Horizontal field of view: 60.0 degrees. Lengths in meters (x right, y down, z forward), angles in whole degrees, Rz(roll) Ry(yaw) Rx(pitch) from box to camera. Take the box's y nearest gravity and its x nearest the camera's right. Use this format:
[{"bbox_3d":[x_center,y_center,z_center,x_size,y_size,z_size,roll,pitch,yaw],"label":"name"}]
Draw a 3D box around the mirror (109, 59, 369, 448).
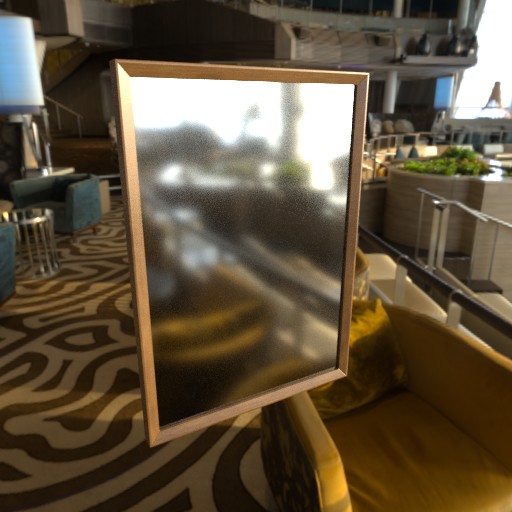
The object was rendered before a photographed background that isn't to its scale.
[{"bbox_3d":[0.000,0.000,0.905,0.508,0.711,0.039,-10,21,-28],"label":"mirror"}]
